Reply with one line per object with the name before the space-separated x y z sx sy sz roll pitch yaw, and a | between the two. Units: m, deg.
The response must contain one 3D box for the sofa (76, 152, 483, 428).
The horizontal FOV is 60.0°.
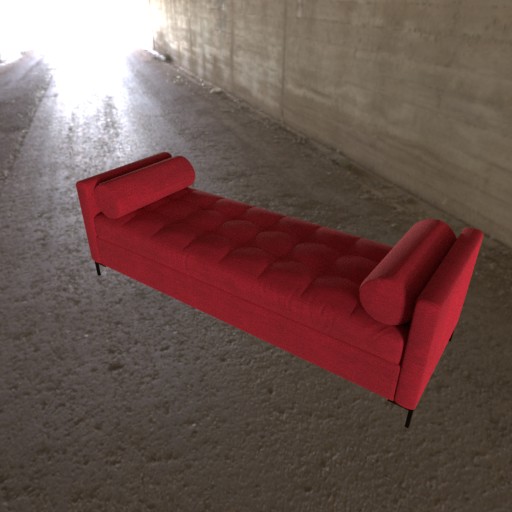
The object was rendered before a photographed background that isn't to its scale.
sofa | 0.000 0.000 2.348 1.981 0.635 0.686 20 36 30
